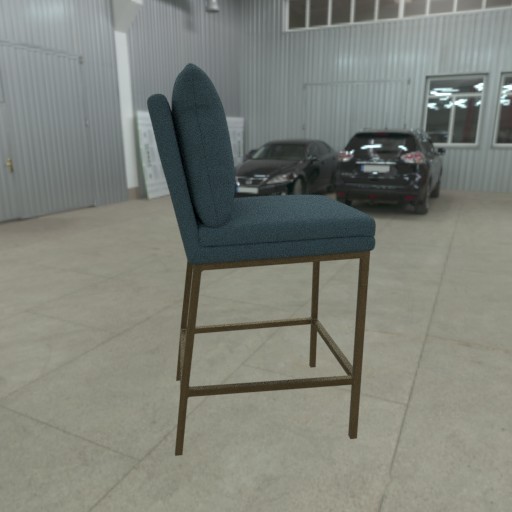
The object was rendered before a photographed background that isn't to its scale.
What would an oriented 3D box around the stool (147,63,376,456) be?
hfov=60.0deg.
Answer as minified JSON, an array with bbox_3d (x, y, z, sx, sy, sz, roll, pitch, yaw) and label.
[{"bbox_3d":[0.000,0.000,1.354,0.568,1.032,0.463,-3,16,-9],"label":"stool"}]
